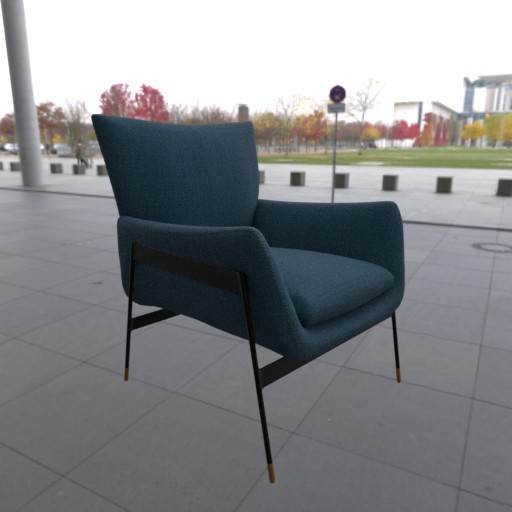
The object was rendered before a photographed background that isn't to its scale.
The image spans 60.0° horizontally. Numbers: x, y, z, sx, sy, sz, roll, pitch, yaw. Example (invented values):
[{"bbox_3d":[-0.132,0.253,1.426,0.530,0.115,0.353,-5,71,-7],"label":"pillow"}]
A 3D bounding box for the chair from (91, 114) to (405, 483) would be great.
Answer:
[{"bbox_3d":[0.000,0.000,1.400,0.769,0.859,0.678,13,19,43],"label":"chair"}]
